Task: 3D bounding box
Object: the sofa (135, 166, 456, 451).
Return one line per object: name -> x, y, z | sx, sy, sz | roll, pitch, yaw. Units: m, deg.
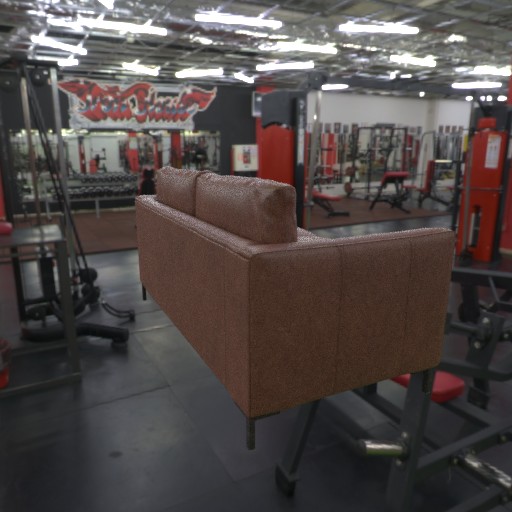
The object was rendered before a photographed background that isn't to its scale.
sofa -> 0.000, 0.000, 2.302 | 0.899, 0.883, 1.797 | -7, 15, -25
